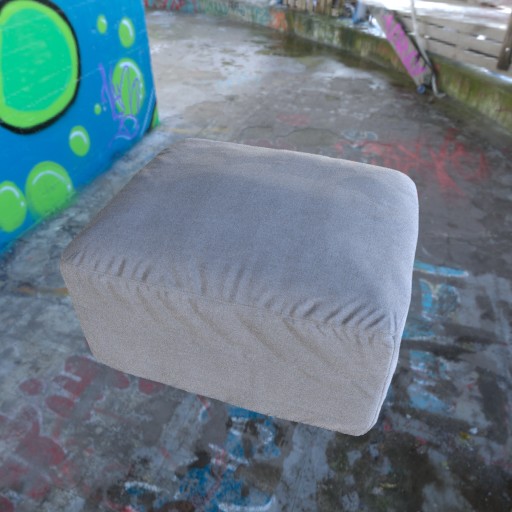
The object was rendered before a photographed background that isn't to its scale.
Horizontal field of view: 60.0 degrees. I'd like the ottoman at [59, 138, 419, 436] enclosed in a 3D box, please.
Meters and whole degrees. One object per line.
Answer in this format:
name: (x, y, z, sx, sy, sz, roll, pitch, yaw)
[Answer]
ottoman: (0.000, 0.000, 1.271, 0.837, 0.481, 0.683, 12, 42, 14)
